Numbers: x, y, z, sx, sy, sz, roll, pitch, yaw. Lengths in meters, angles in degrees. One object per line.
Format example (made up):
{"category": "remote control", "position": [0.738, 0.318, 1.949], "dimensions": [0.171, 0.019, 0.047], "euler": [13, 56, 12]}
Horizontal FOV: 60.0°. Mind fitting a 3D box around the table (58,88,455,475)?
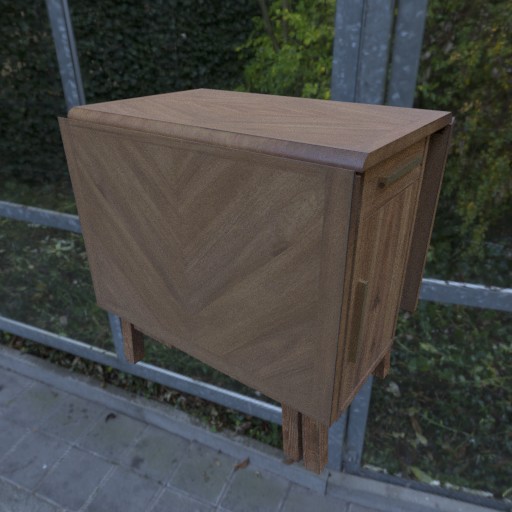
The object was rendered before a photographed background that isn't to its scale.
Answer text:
{"category": "table", "position": [0.000, 0.000, 1.545], "dimensions": [0.967, 0.981, 0.701], "euler": [18, 32, 32]}
